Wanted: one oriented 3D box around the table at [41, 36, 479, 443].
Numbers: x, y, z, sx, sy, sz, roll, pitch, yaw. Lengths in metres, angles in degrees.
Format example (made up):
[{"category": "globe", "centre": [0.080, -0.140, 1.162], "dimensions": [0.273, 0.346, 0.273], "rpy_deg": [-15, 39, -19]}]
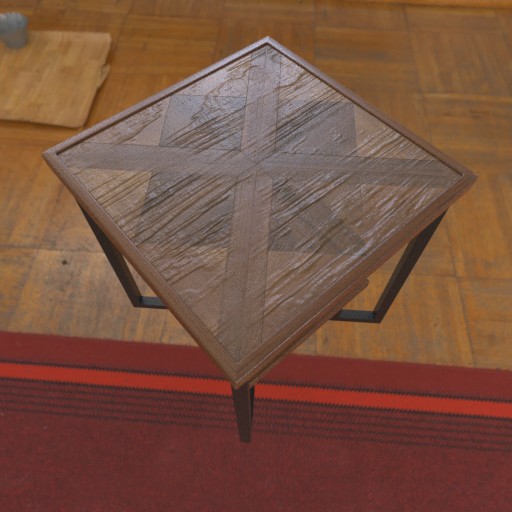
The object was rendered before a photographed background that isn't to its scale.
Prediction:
[{"category": "table", "centre": [0.000, 0.000, 0.953], "dimensions": [0.503, 0.563, 0.503], "rpy_deg": [-36, 65, -20]}]
